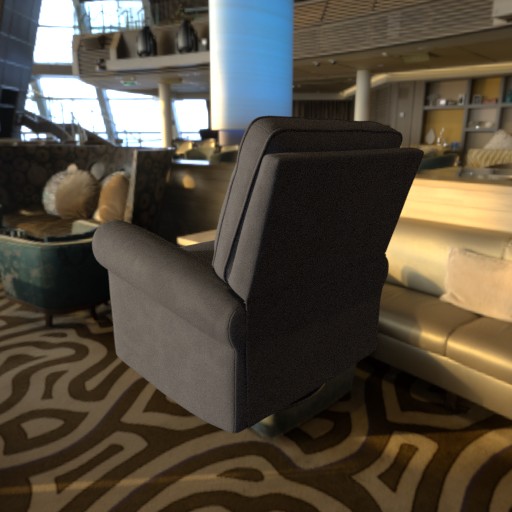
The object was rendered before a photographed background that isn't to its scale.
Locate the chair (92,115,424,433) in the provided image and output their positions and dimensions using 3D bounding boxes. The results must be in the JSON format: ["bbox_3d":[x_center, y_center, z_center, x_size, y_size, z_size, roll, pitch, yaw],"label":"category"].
[{"bbox_3d":[0.000,0.000,1.634,0.890,0.961,0.878,-14,21,-42],"label":"chair"}]
